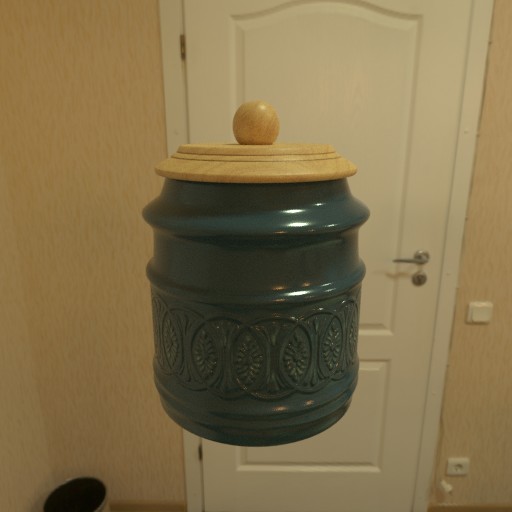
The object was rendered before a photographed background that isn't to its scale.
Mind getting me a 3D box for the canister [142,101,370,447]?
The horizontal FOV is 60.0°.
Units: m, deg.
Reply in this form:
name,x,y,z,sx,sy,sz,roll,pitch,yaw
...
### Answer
name,x,y,z,sx,sy,sz,roll,pitch,yaw
canister,0.000,0.000,0.267,0.130,0.176,0.130,0,16,0
